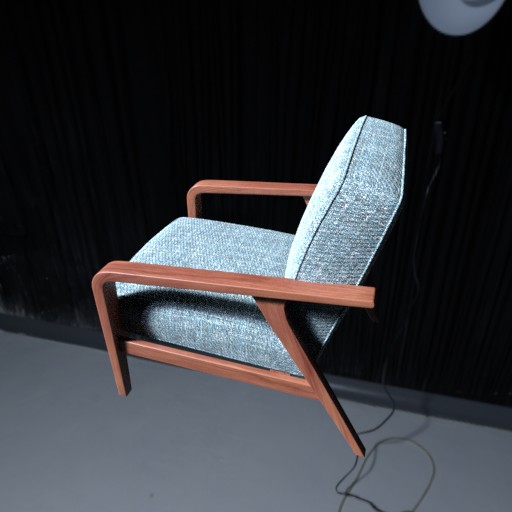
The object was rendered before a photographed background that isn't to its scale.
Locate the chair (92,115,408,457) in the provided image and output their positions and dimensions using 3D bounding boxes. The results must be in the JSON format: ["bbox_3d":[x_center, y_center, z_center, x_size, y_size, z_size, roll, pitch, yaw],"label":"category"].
[{"bbox_3d":[0.000,0.000,1.495,0.889,0.864,0.719,9,32,14],"label":"chair"}]
